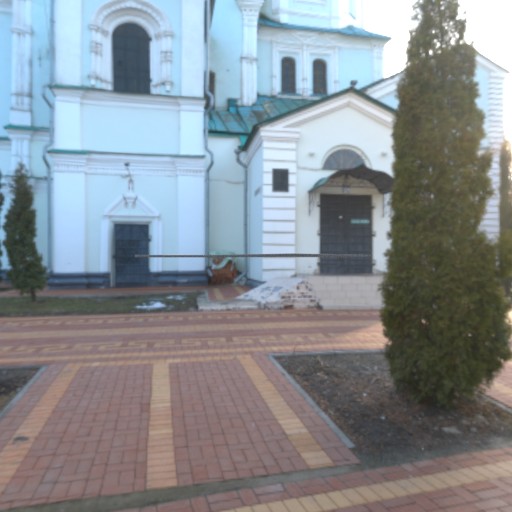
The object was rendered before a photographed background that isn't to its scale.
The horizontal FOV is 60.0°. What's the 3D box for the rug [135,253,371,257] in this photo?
[{"bbox_3d":[0.000,0.000,2.647,0.762,0.013,2.439,0,0,0],"label":"rug"}]
